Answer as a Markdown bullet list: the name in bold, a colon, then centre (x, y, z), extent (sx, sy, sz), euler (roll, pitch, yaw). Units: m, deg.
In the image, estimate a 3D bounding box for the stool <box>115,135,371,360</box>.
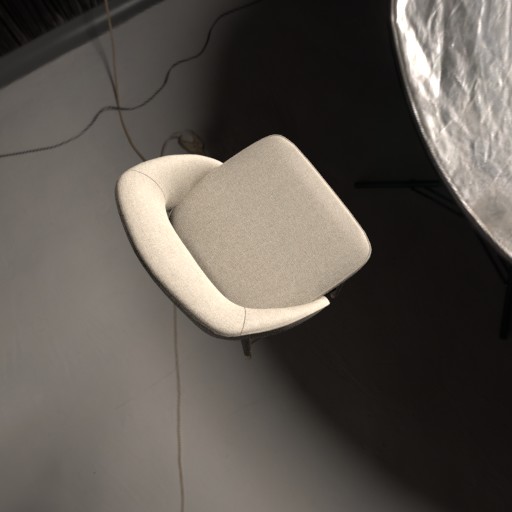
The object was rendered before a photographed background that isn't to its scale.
- **stool**: centre (0.000, 0.000, 1.335), extent (0.509, 1.037, 0.494), euler (-34, 78, -8)
